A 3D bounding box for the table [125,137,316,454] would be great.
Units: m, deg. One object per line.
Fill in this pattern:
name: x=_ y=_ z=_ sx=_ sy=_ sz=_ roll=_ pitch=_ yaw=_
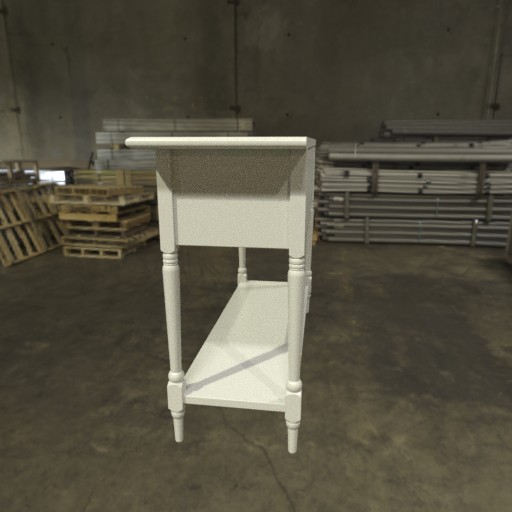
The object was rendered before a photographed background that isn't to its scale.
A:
table: x=0.000 y=0.000 z=1.581 sx=0.384 sy=0.808 sz=1.197 roll=2 pitch=15 yaw=8
